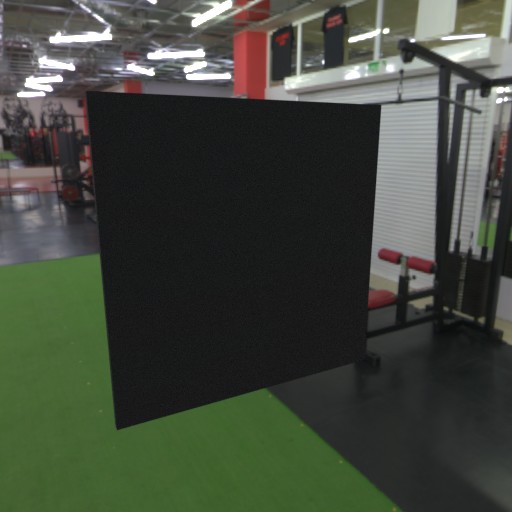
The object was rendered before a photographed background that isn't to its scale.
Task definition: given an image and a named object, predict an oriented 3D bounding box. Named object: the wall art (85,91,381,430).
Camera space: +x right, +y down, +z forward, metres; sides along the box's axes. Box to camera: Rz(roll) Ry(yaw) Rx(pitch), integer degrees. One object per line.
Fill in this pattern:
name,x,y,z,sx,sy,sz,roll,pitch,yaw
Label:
wall art,0.000,0.000,0.685,0.456,0.458,0.013,-7,16,-27
